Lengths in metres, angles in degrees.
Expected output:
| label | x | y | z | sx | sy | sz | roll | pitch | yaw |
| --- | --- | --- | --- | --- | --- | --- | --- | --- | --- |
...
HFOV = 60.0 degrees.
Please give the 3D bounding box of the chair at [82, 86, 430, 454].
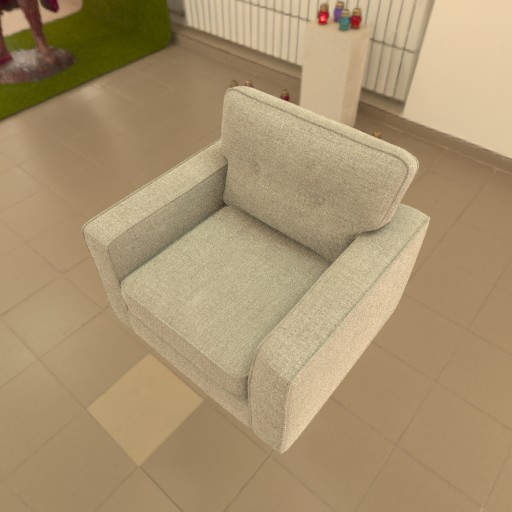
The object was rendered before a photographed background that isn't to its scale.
| label | x | y | z | sx | sy | sz | roll | pitch | yaw |
| --- | --- | --- | --- | --- | --- | --- | --- | --- | --- |
| chair | 0.000 | 0.000 | 1.794 | 1.015 | 0.965 | 0.939 | 32 | 55 | 26 |
